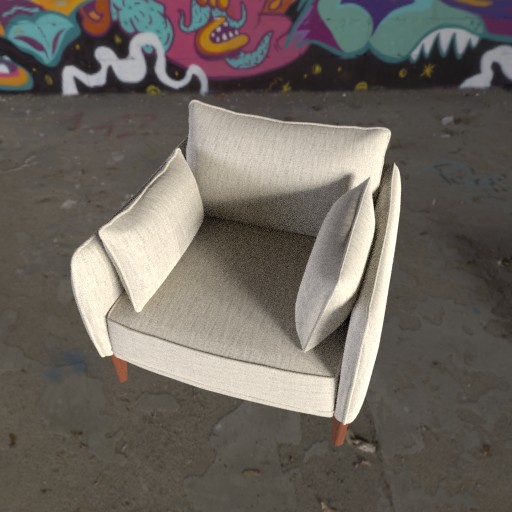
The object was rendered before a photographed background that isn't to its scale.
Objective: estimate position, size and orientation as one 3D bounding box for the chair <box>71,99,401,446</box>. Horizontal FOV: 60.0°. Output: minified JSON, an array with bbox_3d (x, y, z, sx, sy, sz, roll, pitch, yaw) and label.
[{"bbox_3d":[0.000,0.000,1.707,0.994,0.855,0.991,12,42,13],"label":"chair"}]
